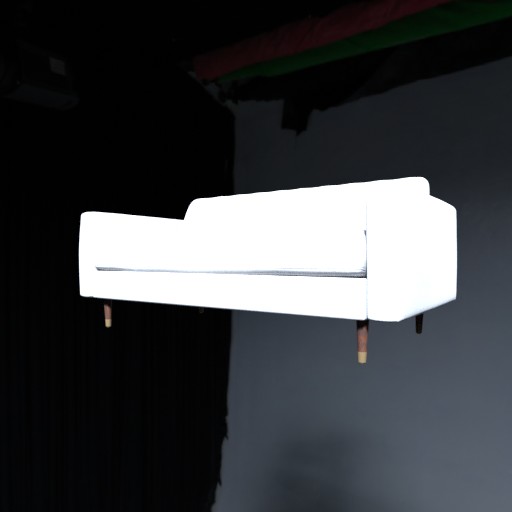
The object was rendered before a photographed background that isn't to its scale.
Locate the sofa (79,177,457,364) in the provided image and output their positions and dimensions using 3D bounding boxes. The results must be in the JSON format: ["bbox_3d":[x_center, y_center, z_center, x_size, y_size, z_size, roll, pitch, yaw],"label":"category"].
[{"bbox_3d":[0.000,0.000,2.432,1.895,0.814,0.969,0,0,35],"label":"sofa"}]
